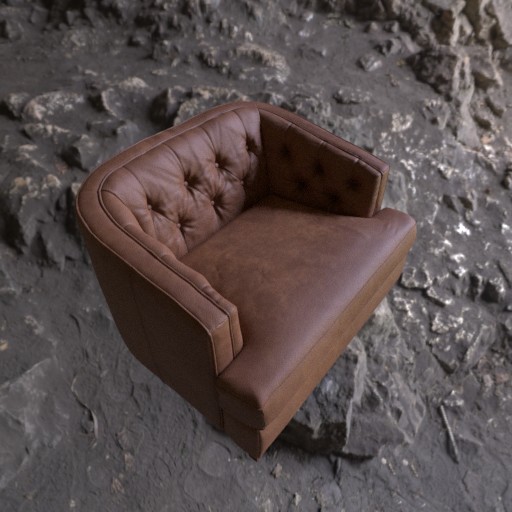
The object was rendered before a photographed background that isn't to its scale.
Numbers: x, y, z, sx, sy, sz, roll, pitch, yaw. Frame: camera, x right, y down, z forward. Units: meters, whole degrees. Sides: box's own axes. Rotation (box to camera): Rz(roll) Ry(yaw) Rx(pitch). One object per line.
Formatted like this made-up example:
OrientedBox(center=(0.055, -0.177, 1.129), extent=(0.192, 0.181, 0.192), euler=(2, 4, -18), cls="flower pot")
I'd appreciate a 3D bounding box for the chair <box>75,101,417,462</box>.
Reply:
OrientedBox(center=(0.000, 0.000, 1.770), extent=(0.911, 0.836, 1.119), euler=(28, 49, 27), cls="chair")
